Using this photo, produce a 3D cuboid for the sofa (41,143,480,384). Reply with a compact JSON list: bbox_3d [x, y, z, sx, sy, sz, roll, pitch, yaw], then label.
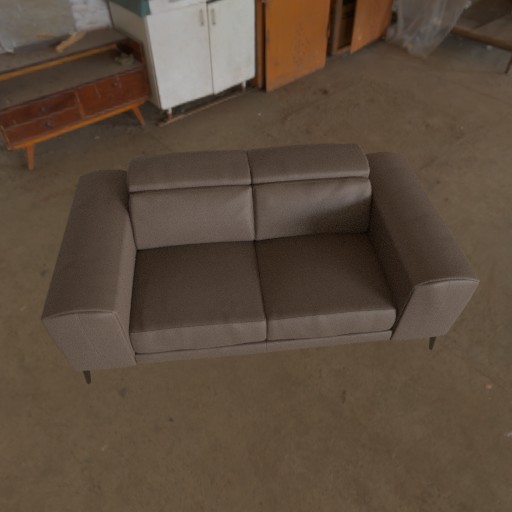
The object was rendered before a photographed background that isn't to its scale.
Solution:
[{"bbox_3d":[0.000,0.000,2.363,1.895,0.779,1.003,-5,46,-4],"label":"sofa"}]
